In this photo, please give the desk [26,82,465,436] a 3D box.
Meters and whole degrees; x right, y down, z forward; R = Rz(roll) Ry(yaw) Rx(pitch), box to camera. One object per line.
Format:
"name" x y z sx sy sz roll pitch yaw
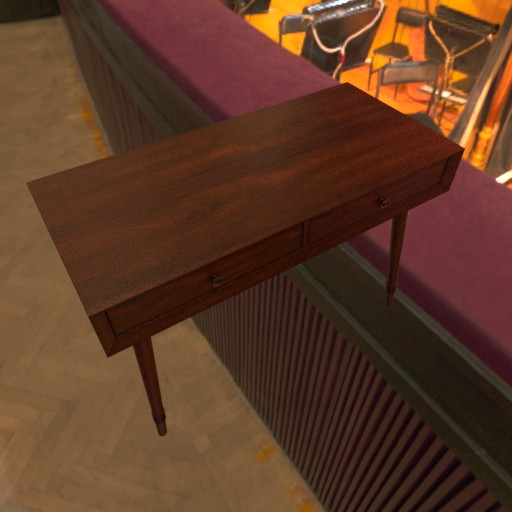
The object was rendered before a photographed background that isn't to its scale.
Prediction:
"desk" 0.000 0.000 2.110 1.577 1.031 0.734 -25 51 -22
